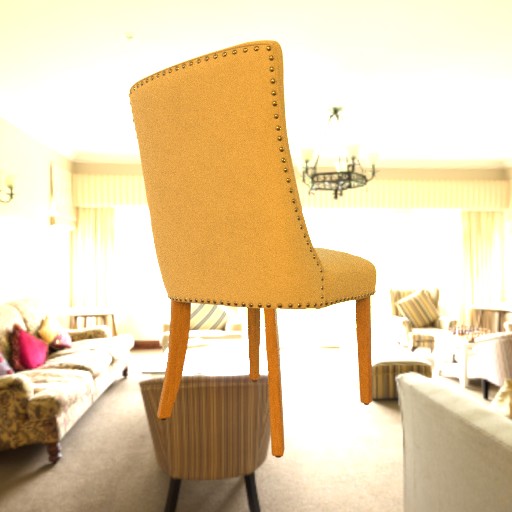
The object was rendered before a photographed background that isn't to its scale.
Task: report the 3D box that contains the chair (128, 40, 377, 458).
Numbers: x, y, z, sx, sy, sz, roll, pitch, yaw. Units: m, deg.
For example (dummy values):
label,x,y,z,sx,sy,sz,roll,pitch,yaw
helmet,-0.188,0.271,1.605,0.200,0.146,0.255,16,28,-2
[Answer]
label,x,y,z,sx,sy,sz,roll,pitch,yaw
chair,0.000,0.000,1.248,0.495,0.902,0.610,0,0,36
